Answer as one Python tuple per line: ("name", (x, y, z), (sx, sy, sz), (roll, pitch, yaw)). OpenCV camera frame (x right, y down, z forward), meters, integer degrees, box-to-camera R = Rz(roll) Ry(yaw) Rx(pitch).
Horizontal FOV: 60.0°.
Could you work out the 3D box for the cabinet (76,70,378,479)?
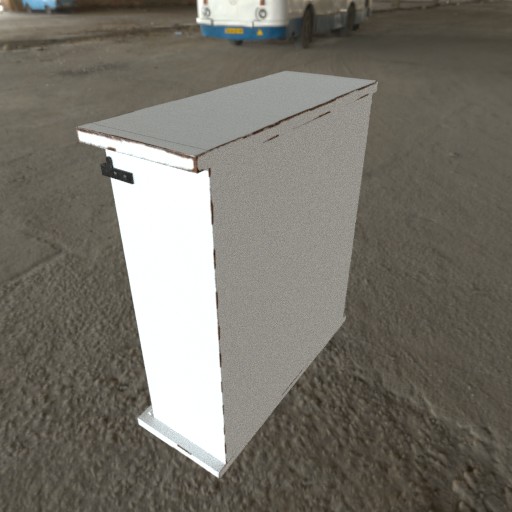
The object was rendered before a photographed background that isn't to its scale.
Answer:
("cabinet", (0.000, 0.000, 0.885), (0.210, 0.603, 0.541), (20, 37, 29))
